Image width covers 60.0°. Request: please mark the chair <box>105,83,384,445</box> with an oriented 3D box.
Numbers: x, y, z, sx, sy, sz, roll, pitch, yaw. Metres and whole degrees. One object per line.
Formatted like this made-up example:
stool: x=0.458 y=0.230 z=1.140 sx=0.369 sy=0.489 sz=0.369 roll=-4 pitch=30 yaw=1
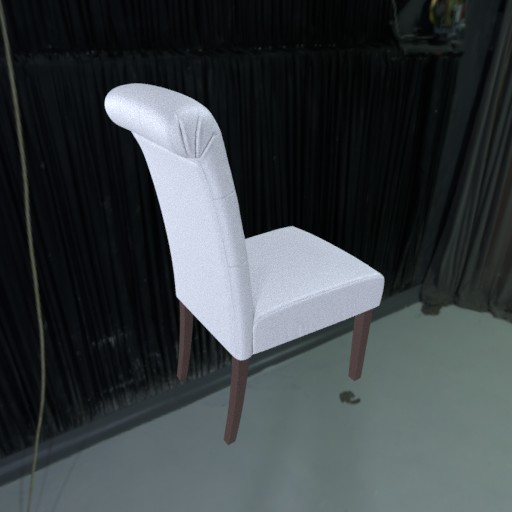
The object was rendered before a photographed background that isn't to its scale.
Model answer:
chair: x=0.000 y=0.000 z=1.351 sx=0.671 sy=1.006 sz=0.456 roll=-17 pitch=32 yaw=-30
